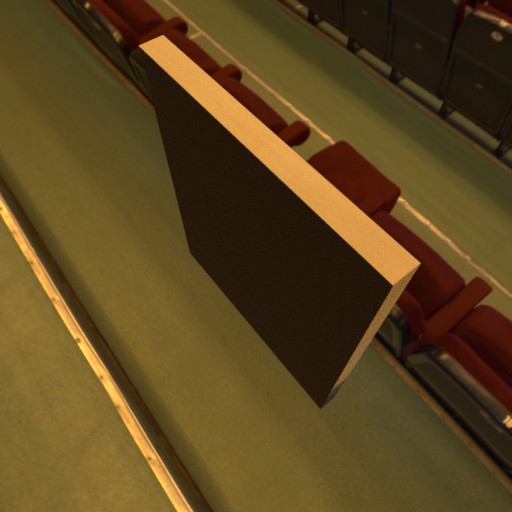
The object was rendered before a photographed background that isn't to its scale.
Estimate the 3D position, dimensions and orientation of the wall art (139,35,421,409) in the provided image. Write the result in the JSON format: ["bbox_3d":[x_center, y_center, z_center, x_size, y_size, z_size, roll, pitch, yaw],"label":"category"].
[{"bbox_3d":[0.000,0.000,0.702,0.037,0.511,0.435,-34,65,-18],"label":"wall art"}]
